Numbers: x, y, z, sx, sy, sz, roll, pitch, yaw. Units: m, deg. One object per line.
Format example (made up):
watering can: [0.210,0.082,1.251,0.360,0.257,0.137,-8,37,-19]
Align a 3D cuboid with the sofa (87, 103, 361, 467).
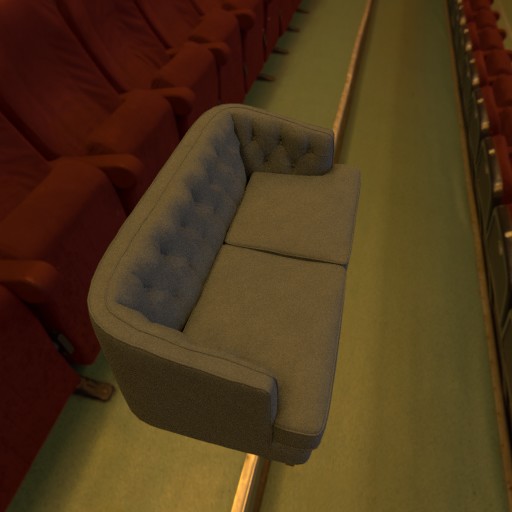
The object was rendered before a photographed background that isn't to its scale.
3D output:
sofa: [0.000,0.000,2.245,0.941,0.855,1.733,10,46,10]
